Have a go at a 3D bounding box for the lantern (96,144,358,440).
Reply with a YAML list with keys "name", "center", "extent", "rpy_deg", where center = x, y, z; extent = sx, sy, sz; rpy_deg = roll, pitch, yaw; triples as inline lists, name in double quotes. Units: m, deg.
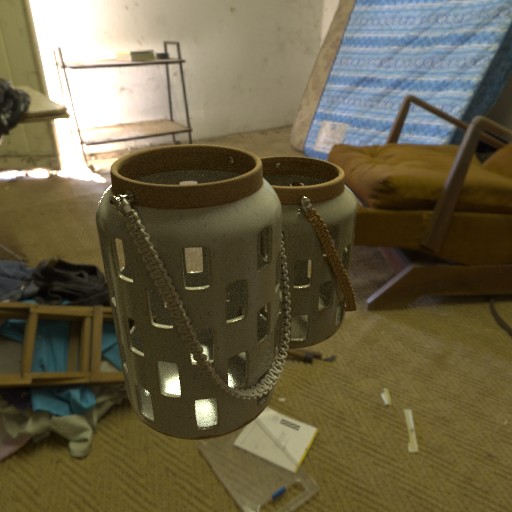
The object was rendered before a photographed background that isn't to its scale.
- name: "lantern"
  center: [0.000, 0.000, 0.501]
  extent: [0.184, 0.255, 0.347]
  rpy_deg: [18, 33, 31]
